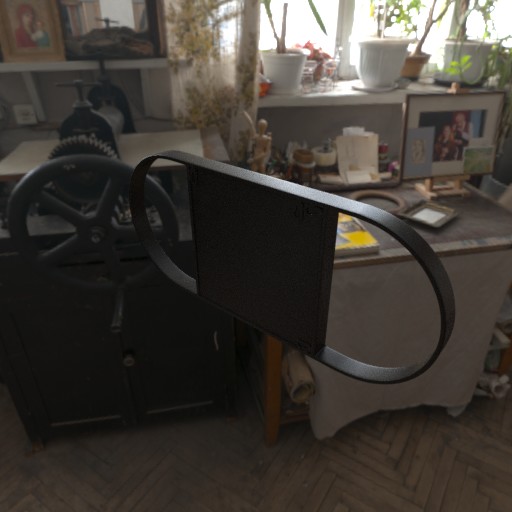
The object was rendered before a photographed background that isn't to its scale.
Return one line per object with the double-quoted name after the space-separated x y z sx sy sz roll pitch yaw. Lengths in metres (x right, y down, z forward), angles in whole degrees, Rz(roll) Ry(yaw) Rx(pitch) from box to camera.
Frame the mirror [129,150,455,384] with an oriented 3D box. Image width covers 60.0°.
0.000 0.000 0.679 0.584 0.254 0.032 23 38 33 "mirror"
